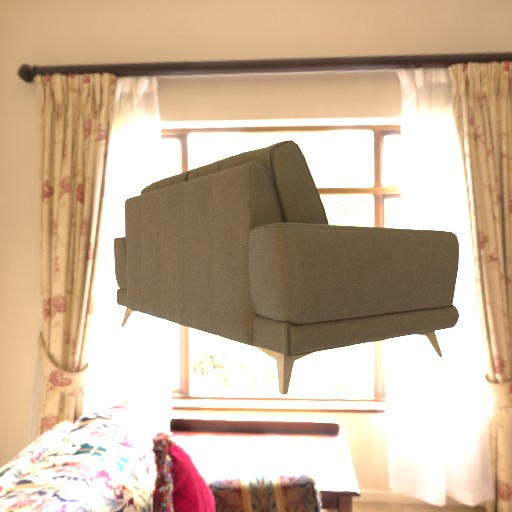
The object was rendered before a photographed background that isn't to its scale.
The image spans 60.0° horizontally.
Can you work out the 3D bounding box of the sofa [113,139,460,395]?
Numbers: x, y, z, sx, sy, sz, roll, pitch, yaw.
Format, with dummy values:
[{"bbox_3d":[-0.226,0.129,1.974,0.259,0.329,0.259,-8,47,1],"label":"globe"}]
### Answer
[{"bbox_3d":[0.000,0.000,2.400,1.018,0.907,1.806,0,1,-35],"label":"sofa"}]
